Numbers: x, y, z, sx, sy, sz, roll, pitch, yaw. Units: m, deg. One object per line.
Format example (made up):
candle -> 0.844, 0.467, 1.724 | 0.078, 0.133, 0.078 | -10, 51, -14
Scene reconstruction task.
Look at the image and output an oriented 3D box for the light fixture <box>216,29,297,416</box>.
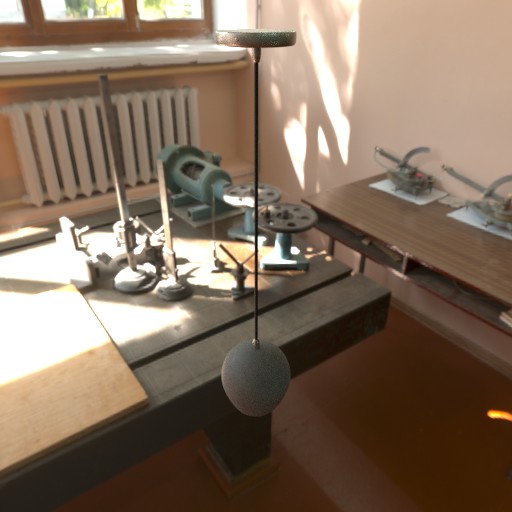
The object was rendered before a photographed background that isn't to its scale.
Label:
light fixture -> 0.000, 0.000, 0.838 | 0.153, 0.760, 0.153 | 0, 29, -1
